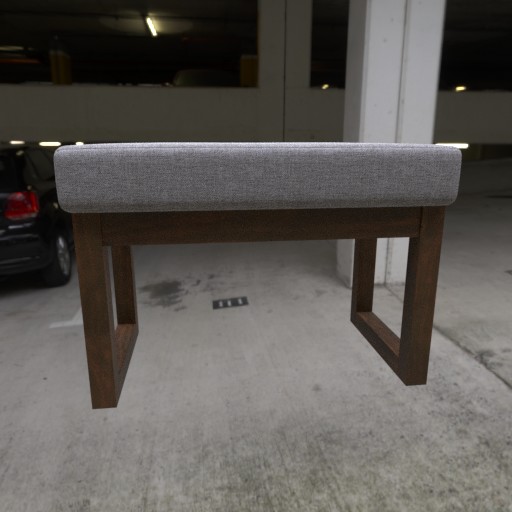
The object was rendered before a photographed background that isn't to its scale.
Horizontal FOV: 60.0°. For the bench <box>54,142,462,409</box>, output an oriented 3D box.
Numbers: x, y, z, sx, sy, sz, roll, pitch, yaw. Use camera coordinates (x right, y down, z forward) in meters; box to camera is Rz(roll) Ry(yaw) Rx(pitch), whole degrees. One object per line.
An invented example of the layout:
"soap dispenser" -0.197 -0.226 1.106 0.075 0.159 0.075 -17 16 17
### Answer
"bench" 0.000 0.000 0.944 0.681 0.467 0.366 -2 15 -7
